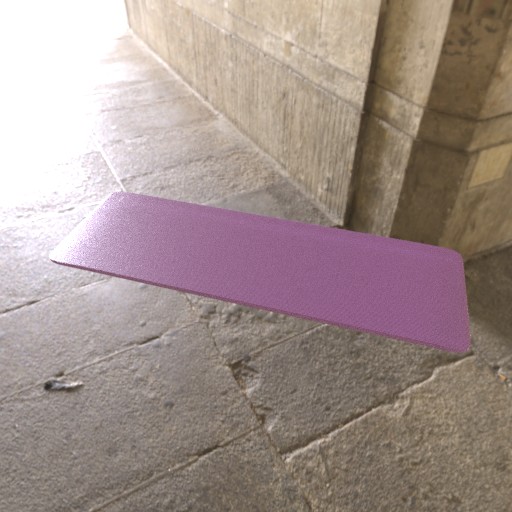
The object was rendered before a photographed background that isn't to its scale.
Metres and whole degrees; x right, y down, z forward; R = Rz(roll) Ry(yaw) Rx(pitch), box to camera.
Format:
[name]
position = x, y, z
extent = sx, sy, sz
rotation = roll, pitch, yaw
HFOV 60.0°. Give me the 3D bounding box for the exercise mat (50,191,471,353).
[exercise mat]
position = 0.000, 0.000, 2.083
extent = 1.869, 0.021, 0.616
rotation = 11, 42, 12
